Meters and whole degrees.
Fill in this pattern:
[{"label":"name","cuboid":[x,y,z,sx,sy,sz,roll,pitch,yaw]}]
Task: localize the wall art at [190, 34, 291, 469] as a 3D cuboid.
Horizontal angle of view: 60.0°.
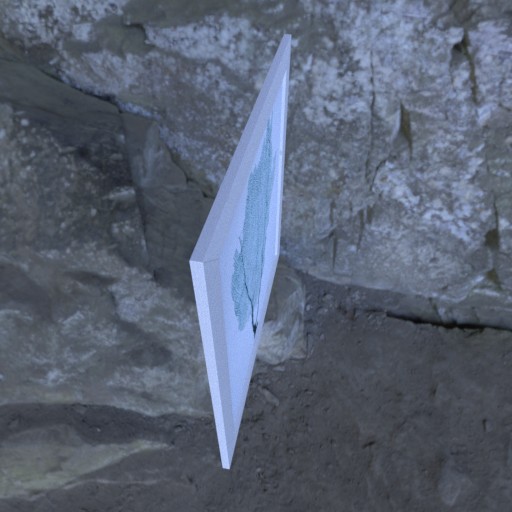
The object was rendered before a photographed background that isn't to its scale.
[{"label":"wall art","cuboid":[0.000,0.000,0.820,0.015,0.577,0.572,8,47,8]}]
